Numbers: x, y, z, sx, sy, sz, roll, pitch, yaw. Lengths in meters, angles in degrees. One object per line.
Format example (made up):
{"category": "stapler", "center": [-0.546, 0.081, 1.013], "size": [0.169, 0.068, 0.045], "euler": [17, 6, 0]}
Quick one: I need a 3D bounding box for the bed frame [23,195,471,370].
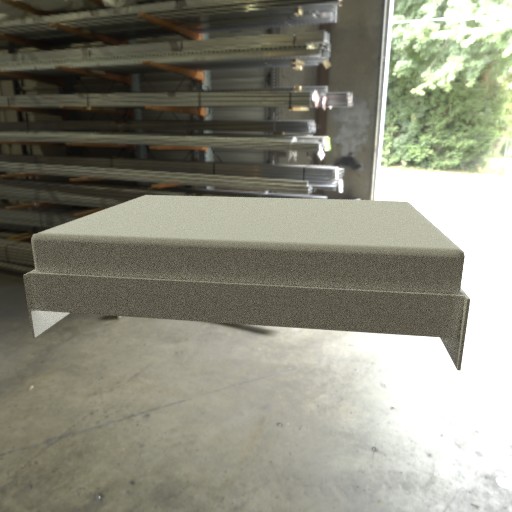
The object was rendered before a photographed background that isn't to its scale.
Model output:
{"category": "bed frame", "center": [0.000, 0.000, 2.601], "size": [1.945, 0.497, 1.445], "euler": [2, 16, 9]}
